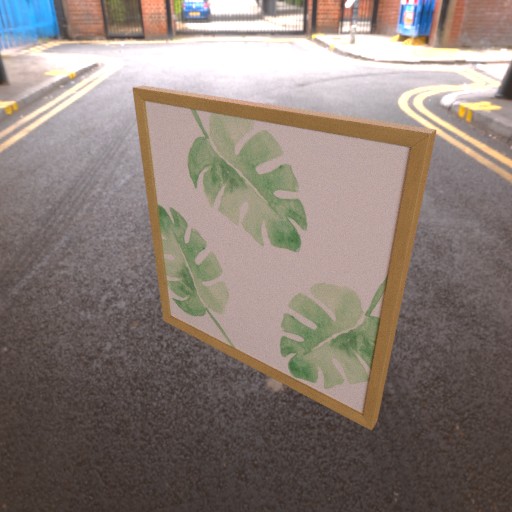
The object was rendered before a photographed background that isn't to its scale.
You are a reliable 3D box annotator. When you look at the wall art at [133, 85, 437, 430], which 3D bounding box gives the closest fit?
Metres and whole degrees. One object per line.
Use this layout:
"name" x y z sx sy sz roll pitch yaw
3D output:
"wall art" 0.000 0.000 1.155 0.763 0.763 0.037 20 36 30
